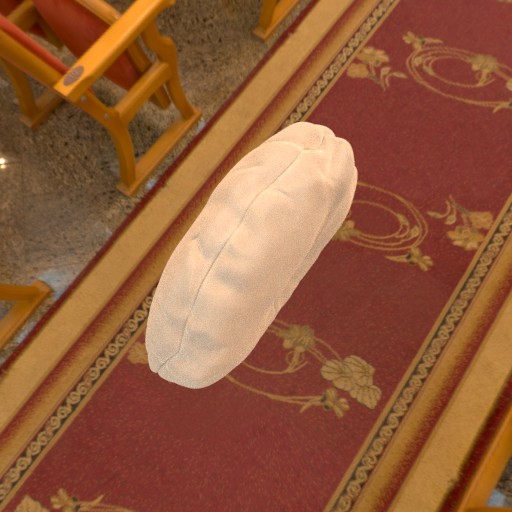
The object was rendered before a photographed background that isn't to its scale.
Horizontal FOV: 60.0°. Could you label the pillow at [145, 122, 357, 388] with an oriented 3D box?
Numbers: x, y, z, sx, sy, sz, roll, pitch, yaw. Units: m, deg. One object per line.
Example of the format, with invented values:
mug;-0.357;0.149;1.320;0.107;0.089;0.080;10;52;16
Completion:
pillow;0.000;0.000;0.652;0.148;0.407;0.428;35;78;9
